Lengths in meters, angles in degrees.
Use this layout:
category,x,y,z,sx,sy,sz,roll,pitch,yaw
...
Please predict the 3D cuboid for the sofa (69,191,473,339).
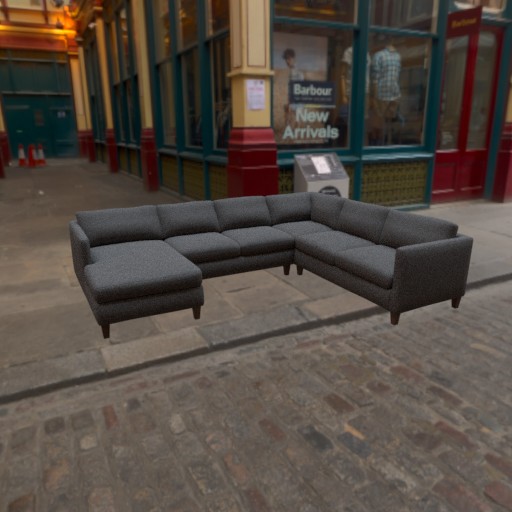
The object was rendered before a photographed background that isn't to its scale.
category,x,y,z,sx,sy,sz,roll,pitch,yaw
sofa,0.000,0.000,4.468,3.238,0.853,2.551,-9,19,-27
